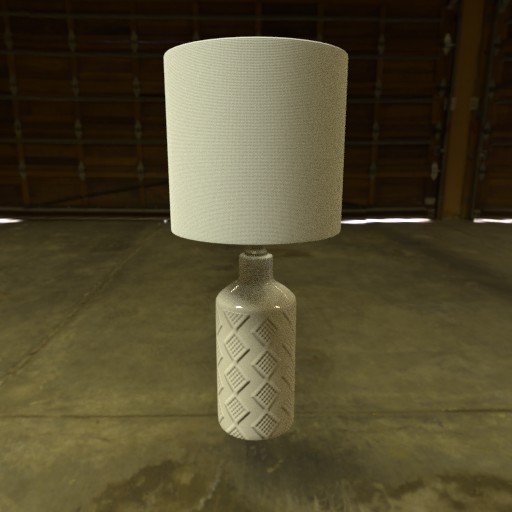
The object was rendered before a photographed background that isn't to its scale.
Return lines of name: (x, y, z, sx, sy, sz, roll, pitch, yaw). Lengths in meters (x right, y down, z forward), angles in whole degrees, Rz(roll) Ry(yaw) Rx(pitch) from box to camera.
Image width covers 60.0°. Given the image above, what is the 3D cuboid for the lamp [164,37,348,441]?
lamp: (0.000, 0.000, 0.559, 0.207, 0.461, 0.207, 12, 18, 42)
